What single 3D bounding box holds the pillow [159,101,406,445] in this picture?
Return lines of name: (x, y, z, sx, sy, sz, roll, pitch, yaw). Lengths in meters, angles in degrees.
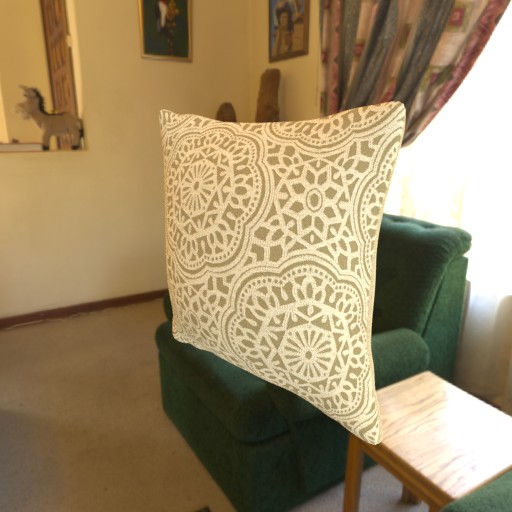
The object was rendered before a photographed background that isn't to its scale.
pillow: (0.000, 0.000, 0.653, 0.438, 0.421, 0.167, 15, 22, 42)
